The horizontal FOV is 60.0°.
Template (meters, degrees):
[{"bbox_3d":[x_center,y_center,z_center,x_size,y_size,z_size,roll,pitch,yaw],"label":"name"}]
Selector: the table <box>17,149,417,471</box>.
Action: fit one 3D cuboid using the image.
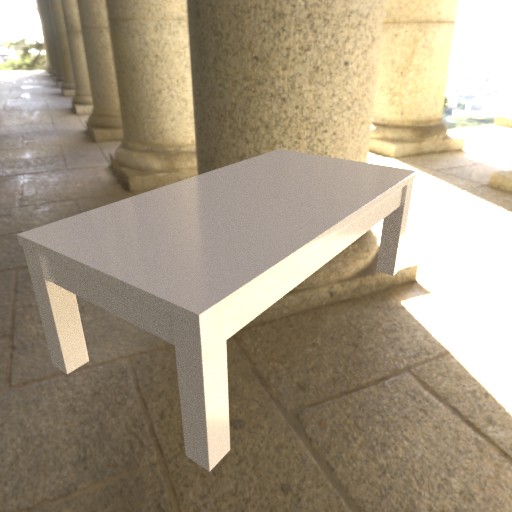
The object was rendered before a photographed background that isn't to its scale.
[{"bbox_3d":[0.000,0.000,1.667,0.700,0.470,1.350,18,31,32],"label":"table"}]
